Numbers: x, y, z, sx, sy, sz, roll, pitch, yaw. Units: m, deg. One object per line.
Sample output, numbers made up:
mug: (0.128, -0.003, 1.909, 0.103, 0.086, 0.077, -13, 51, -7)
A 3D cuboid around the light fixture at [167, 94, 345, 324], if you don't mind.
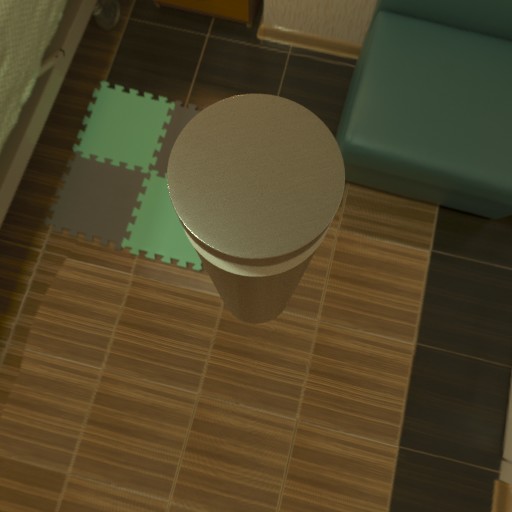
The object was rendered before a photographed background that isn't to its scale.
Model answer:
light fixture: (0.000, 0.000, 0.443, 0.102, 0.400, 0.102, -15, 77, -3)
